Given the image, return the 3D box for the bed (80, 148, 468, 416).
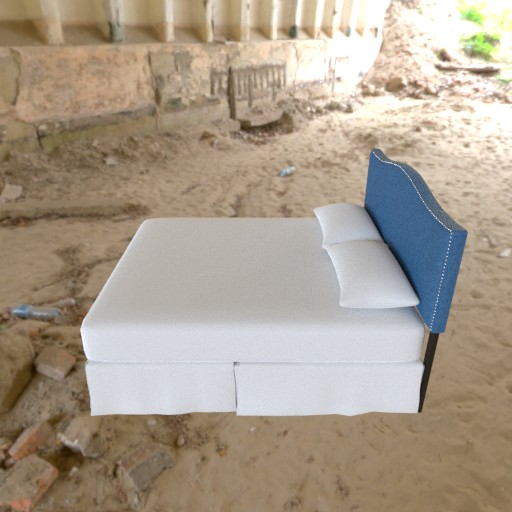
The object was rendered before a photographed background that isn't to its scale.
[{"bbox_3d":[0.000,0.000,2.881,1.872,1.169,1.610,0,27,0],"label":"bed"}]
